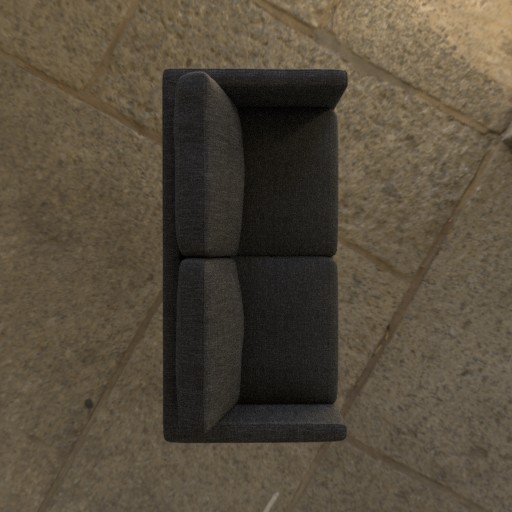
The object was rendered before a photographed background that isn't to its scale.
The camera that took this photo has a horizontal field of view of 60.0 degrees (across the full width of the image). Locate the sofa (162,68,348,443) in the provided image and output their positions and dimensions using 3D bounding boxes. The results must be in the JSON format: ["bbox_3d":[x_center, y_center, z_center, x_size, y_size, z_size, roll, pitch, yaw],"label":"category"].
[{"bbox_3d":[0.000,0.000,2.472,0.950,0.963,1.884,0,91,-1],"label":"sofa"}]
